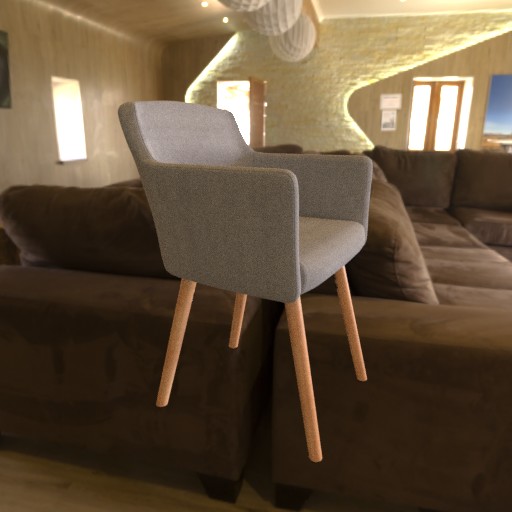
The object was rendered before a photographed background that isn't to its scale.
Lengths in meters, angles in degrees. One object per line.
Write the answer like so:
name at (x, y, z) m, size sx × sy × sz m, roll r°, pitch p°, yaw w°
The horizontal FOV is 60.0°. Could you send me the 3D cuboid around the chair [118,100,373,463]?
chair at (0.000, 0.000, 1.162) m, size 0.540 × 0.780 × 0.570 m, roll 8°, pitch 17°, yaw 27°
